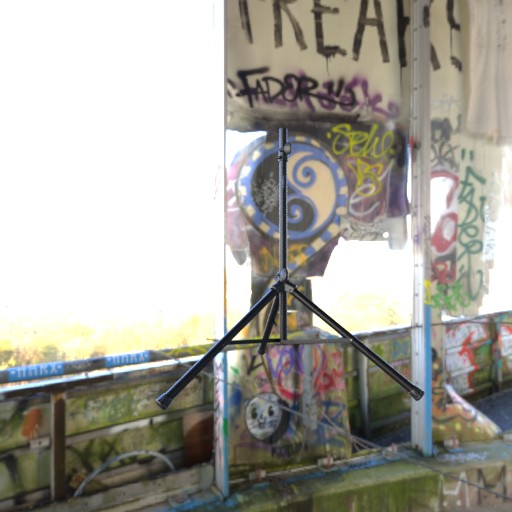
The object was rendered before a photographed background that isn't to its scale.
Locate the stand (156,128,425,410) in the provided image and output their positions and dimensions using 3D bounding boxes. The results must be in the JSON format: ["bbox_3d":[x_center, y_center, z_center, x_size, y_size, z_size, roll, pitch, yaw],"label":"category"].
[{"bbox_3d":[0.000,0.000,1.891,0.907,1.136,1.045,0,0,-36],"label":"stand"}]
